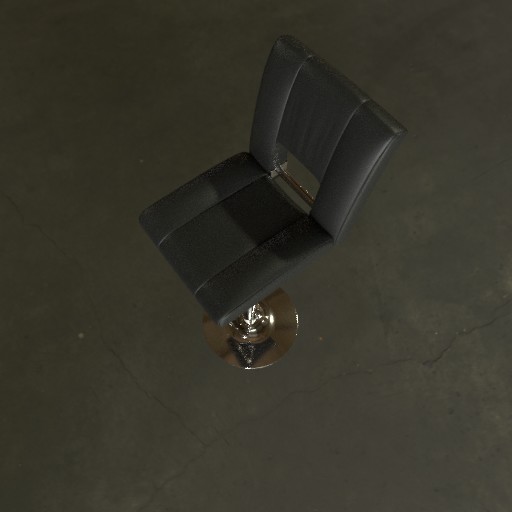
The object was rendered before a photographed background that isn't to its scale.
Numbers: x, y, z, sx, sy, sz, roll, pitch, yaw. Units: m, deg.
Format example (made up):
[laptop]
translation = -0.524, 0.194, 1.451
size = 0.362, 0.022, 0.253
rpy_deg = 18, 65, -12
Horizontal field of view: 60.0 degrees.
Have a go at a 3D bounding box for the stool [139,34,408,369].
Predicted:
[stool]
translation = 0.000, 0.000, 1.408
size = 0.520, 1.151, 0.415
rpy_deg = -35, 68, -16
